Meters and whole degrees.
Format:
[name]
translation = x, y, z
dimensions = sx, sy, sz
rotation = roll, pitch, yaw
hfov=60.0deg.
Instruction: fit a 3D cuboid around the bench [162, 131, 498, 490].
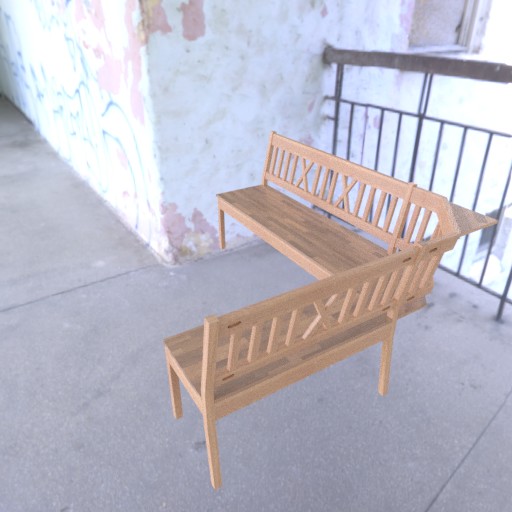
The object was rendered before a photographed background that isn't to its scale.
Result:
[bench]
translation = 0.000, 0.000, 2.656
dimensions = 1.537, 0.902, 1.937
rotation = -17, 33, -27
